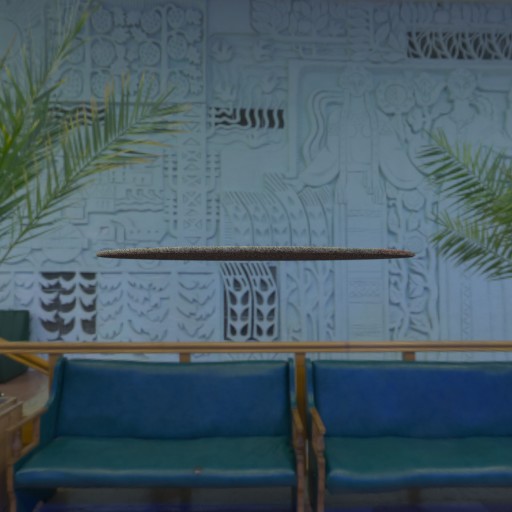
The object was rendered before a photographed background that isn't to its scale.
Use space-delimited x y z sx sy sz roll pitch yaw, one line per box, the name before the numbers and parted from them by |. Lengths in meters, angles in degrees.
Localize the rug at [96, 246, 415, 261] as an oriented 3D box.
rug | 0.000 0.000 3.625 2.461 0.033 2.461 0 -2 0
